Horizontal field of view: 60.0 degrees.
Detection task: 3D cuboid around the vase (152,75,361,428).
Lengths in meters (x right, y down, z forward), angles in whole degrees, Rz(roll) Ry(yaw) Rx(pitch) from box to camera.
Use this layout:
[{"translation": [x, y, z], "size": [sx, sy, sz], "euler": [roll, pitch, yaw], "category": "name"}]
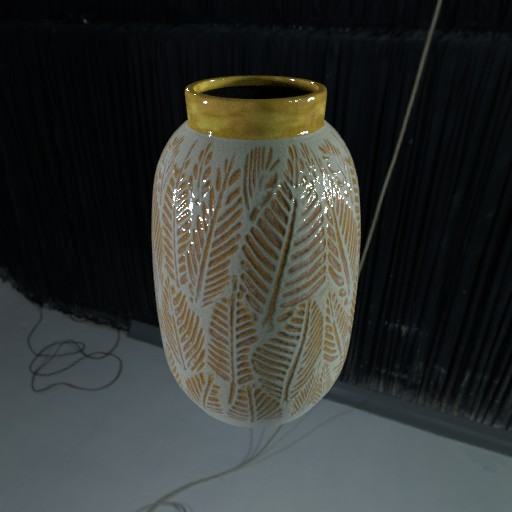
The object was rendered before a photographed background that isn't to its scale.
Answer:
[{"translation": [0.000, 0.000, 0.372], "size": [0.172, 0.270, 0.172], "euler": [0, 31, 0], "category": "vase"}]
